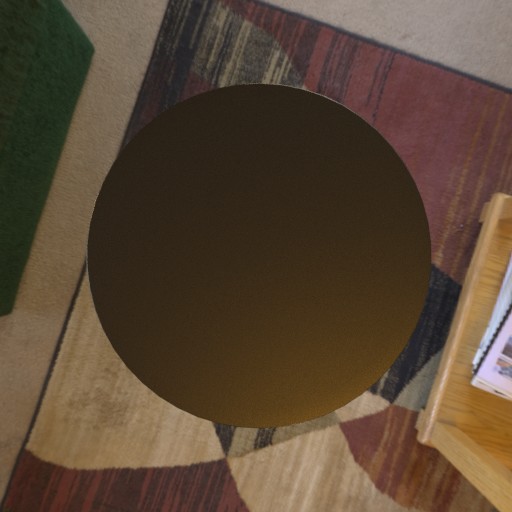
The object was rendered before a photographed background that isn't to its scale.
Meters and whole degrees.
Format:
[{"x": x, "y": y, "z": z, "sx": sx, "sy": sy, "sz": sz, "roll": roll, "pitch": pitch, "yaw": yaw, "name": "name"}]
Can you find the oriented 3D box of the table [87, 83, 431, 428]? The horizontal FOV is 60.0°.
[{"x": 0.000, "y": 0.000, "z": 1.072, "sx": 0.597, "sy": 0.618, "sz": 0.597, "roll": 0, "pitch": 90, "yaw": -2, "name": "table"}]
